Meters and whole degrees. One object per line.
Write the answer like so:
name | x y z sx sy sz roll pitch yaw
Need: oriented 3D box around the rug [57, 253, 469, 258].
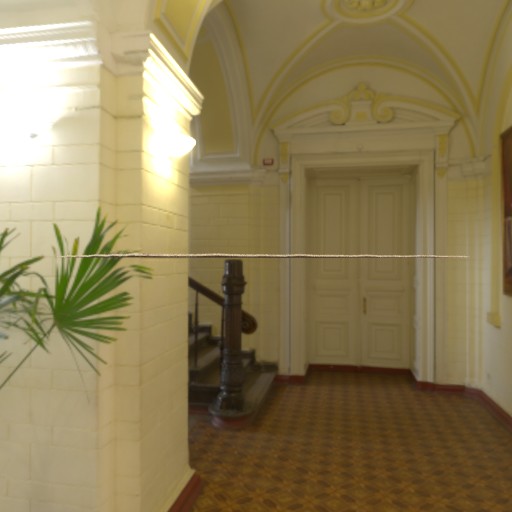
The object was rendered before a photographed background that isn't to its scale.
rug | 0.000 0.000 3.345 2.455 0.025 1.964 0 0 -34
